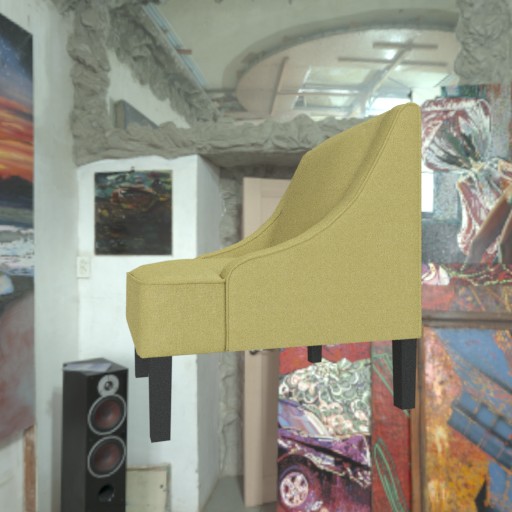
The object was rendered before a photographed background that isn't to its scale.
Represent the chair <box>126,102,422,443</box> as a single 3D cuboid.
[{"bbox_3d":[0.000,0.000,1.484,0.814,0.896,0.696,0,0,-19],"label":"chair"}]
